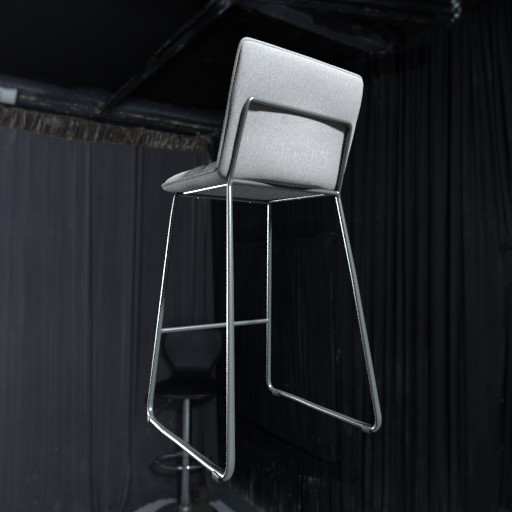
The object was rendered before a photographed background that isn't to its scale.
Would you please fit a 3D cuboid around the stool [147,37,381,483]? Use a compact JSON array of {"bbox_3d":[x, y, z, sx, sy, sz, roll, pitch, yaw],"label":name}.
[{"bbox_3d":[0.000,0.000,1.249,0.490,0.960,0.490,0,-1,-35],"label":"stool"}]
